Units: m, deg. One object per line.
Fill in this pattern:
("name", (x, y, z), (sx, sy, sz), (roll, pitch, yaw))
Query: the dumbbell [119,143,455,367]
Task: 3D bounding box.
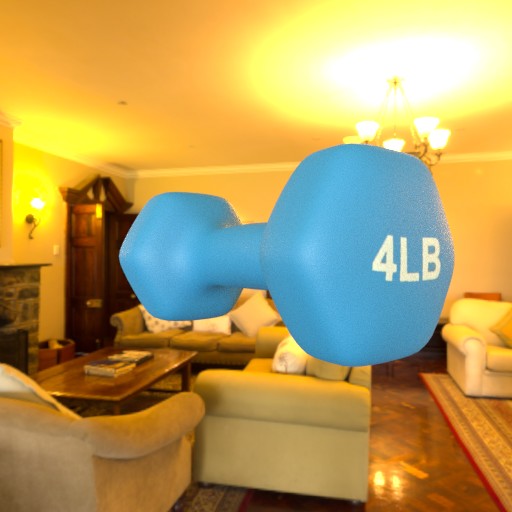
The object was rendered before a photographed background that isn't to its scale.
("dumbbell", (0.000, 0.000, 0.188), (0.074, 0.066, 0.152), (0, 0, -36))
